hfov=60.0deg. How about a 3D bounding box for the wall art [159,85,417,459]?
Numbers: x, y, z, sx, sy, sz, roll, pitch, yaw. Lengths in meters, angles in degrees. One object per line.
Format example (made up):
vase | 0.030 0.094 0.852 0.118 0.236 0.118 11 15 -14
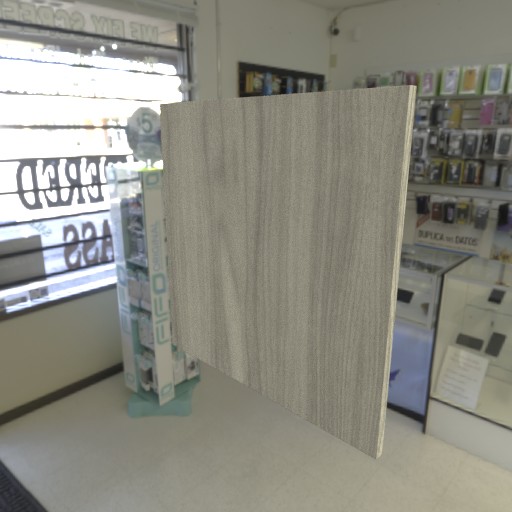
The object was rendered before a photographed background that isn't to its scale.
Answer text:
wall art | 0.000 0.000 0.749 0.508 0.507 0.016 15 22 43
